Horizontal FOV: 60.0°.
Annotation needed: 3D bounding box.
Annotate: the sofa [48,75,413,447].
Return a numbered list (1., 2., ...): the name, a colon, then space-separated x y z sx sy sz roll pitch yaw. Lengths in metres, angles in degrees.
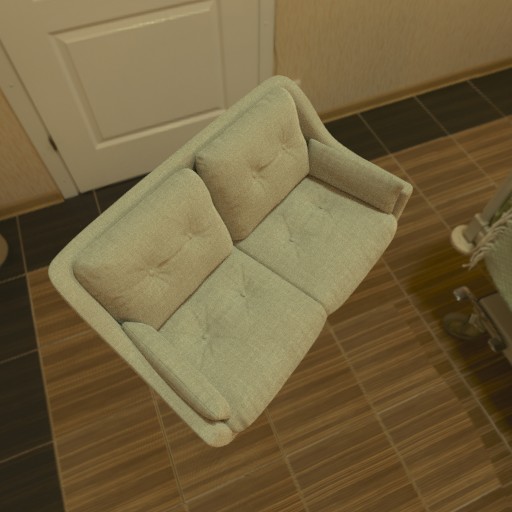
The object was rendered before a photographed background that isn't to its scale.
1. sofa: 0.000 0.000 2.253 0.965 0.888 1.652 34 64 19
